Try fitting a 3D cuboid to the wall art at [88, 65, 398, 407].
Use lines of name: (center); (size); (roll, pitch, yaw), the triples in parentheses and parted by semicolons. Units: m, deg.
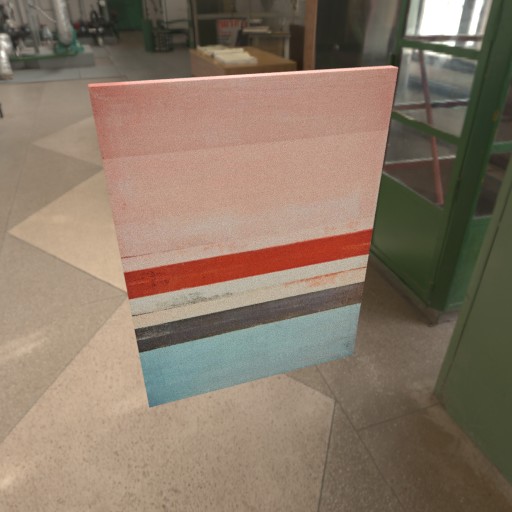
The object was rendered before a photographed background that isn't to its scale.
wall art: (0.000, 0.000, 1.324); (0.761, 1.016, 0.039); (-10, 33, -16)
